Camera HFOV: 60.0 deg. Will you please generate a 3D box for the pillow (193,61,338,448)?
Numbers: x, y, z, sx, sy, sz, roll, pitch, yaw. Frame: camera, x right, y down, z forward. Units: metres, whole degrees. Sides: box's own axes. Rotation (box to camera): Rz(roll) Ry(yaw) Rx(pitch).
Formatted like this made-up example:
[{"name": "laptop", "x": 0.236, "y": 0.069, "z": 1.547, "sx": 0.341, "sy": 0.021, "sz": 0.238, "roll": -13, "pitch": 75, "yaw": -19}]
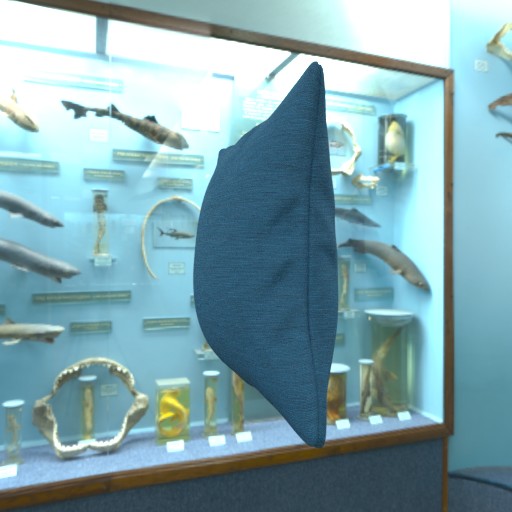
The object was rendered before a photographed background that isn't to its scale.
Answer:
[{"name": "pillow", "x": 0.000, "y": 0.000, "z": 0.676, "sx": 0.177, "sy": 0.420, "sz": 0.437, "roll": 0, "pitch": 0, "yaw": -18}]
